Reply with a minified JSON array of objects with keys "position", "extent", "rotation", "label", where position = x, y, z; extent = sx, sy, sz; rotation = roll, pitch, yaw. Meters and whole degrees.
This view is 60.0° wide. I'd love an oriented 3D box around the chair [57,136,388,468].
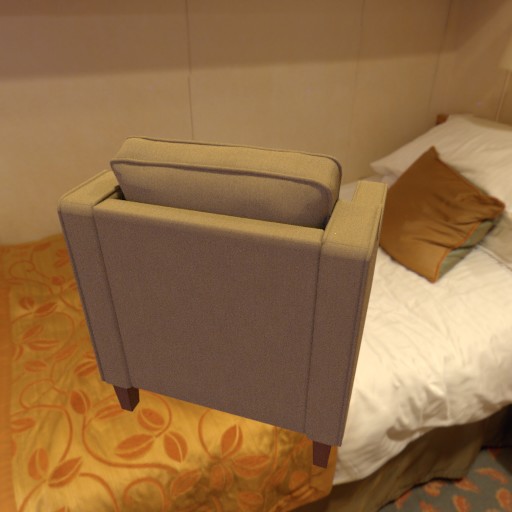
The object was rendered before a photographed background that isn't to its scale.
[{"position":[0.000,0.000,1.608],"extent":[0.831,0.960,0.909],"rotation":[10,32,16],"label":"chair"}]
